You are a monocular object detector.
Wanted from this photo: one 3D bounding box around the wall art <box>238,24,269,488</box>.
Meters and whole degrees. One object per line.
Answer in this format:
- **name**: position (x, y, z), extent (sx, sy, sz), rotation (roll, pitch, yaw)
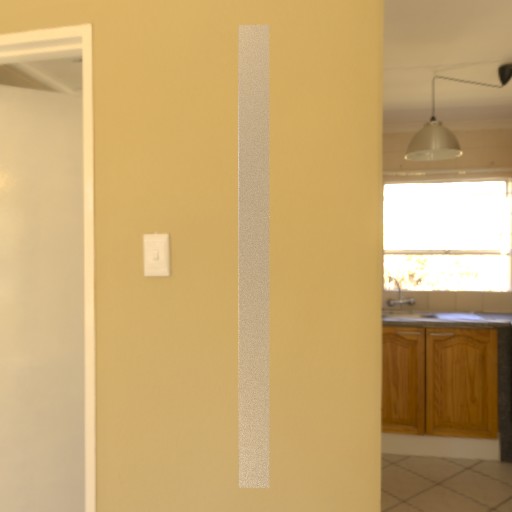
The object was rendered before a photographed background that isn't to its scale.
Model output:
- **wall art**: position (0.000, 0.000, 0.756), extent (0.037, 0.554, 0.453), rotation (0, 0, 1)
